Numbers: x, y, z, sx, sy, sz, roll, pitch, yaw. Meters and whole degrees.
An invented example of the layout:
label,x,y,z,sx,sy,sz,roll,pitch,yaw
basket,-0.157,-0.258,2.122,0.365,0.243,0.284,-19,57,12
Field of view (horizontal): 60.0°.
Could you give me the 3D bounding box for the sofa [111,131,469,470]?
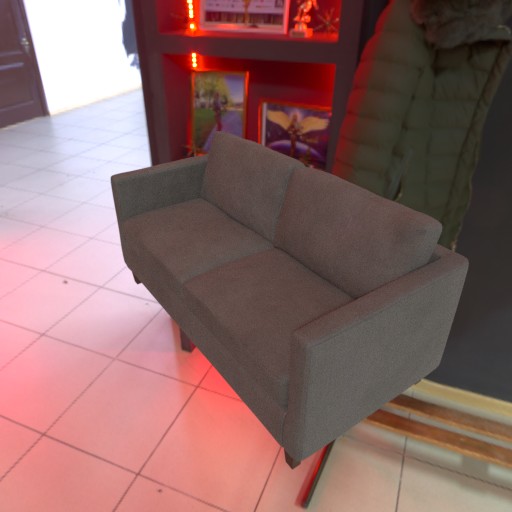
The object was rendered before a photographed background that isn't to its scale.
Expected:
label,x,y,z,sx,sy,sz,roll,pitch,yaw
sofa,0.000,0.000,2.441,0.950,0.963,1.884,-20,37,-30
